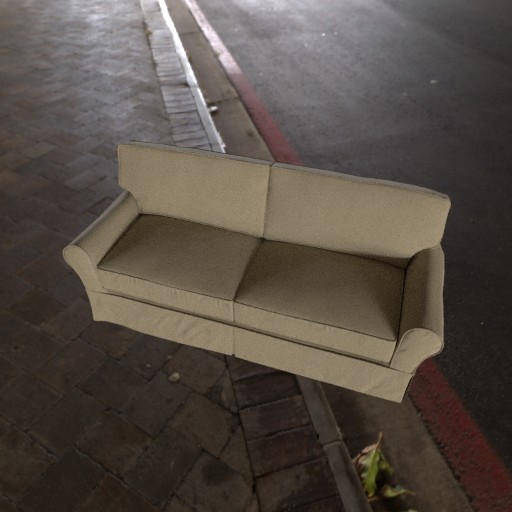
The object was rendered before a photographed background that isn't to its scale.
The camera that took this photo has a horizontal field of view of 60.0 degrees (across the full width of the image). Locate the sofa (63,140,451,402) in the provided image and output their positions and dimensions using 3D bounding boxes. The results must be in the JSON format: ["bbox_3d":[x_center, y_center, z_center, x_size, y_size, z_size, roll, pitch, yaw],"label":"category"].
[{"bbox_3d":[0.000,0.000,2.799,2.246,1.014,0.900,12,43,14],"label":"sofa"}]
